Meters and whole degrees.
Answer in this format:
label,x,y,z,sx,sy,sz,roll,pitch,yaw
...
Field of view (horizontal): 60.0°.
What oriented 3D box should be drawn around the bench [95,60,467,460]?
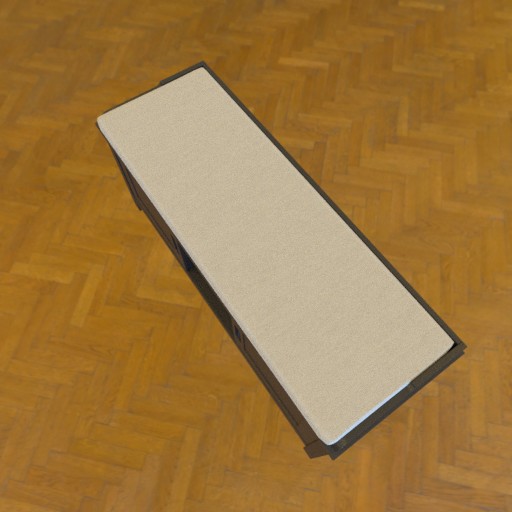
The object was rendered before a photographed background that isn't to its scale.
label,x,y,z,sx,sy,sz,roll,pitch,yaw
bench,0.000,0.000,1.375,0.398,0.501,1.140,-32,68,-15
